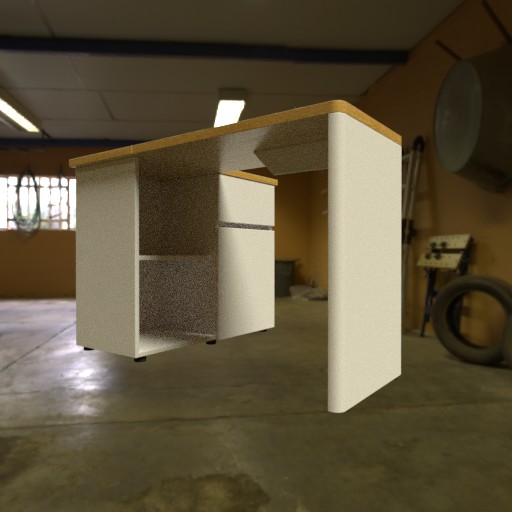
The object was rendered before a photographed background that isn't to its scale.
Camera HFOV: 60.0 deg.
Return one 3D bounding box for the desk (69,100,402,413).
[{"bbox_3d":[0.000,0.000,1.765,1.170,0.760,0.900,0,1,37],"label":"desk"}]
